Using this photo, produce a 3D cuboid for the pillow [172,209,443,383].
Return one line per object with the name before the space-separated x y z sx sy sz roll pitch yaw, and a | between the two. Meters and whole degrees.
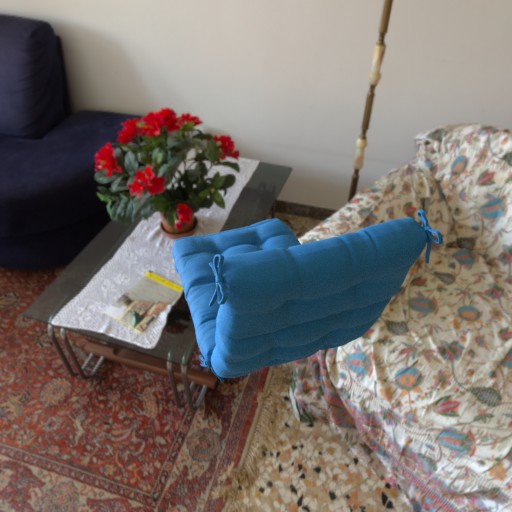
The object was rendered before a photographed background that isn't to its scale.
pillow | 0.000 0.000 1.504 0.526 0.863 1.016 -13 44 -14
